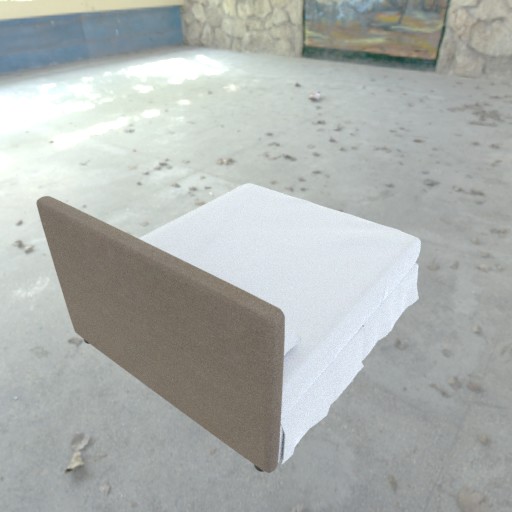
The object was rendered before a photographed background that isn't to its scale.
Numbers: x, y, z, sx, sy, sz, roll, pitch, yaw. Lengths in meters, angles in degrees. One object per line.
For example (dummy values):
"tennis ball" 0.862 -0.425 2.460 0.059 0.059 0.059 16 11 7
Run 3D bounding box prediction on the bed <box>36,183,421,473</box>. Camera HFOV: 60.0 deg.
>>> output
"bed" 0.000 0.000 3.612 2.119 1.317 2.341 23 40 31
